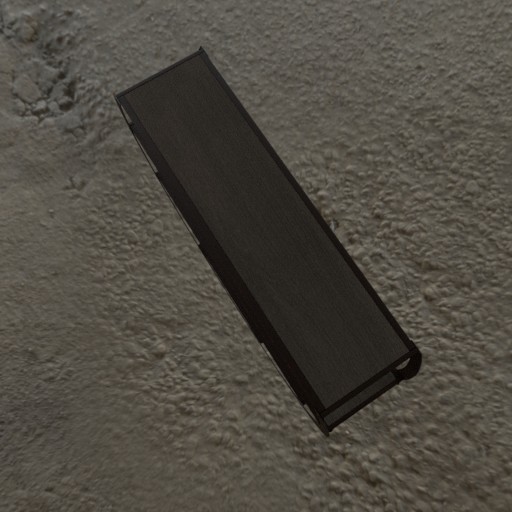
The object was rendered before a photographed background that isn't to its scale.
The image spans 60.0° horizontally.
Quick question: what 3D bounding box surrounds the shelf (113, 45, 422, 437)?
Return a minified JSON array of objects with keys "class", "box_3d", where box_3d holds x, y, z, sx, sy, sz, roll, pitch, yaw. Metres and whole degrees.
[{"class":"shelf","box_3d":[0.000,0.000,1.872,0.344,1.063,1.403,-32,78,-8]}]
